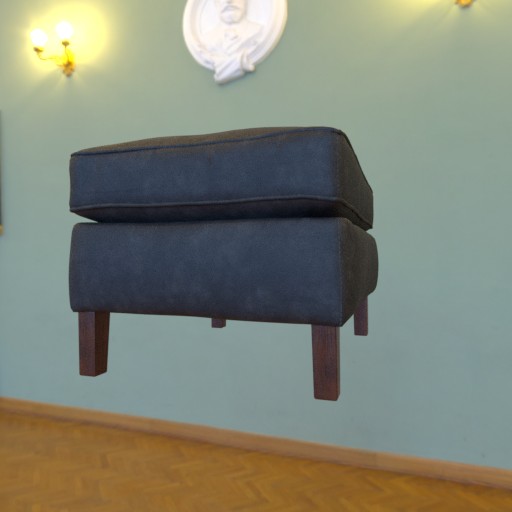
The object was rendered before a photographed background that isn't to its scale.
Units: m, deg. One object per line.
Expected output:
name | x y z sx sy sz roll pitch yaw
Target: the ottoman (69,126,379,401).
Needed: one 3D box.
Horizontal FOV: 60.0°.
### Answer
ottoman | 0.000 0.000 0.974 0.501 0.413 0.665 0 0 18
